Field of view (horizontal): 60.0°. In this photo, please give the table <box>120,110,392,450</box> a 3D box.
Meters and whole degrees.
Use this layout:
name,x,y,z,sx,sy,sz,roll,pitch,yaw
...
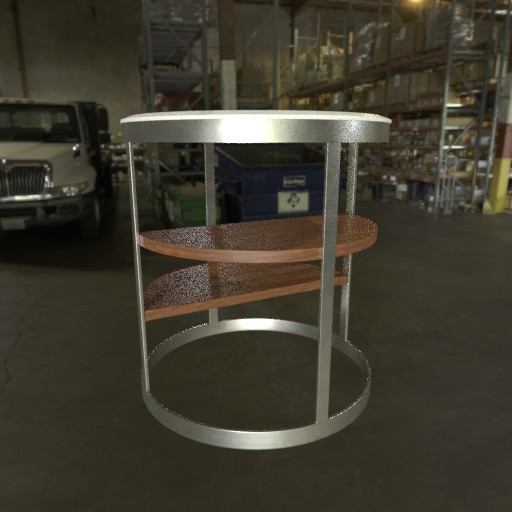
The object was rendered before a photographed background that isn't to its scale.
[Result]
name,x,y,z,sx,sy,sz,roll,pitch,yaw
table,0.000,0.000,0.749,0.407,0.447,0.407,0,15,0
